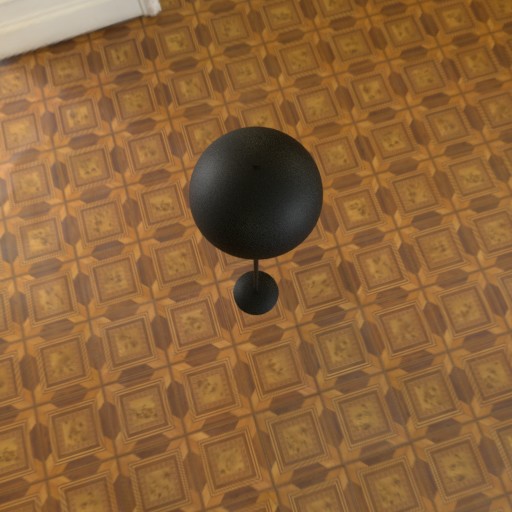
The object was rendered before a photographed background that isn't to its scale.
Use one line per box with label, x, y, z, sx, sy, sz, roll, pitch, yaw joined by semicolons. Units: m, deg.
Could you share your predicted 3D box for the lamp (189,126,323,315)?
lamp;0.000;0.000;1.639;0.328;1.480;0.328;-17;75;-4
